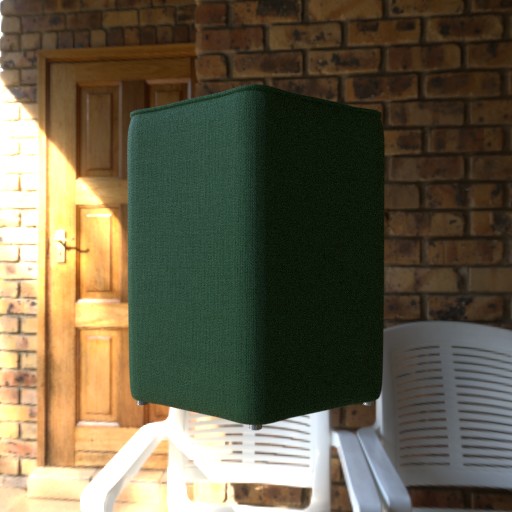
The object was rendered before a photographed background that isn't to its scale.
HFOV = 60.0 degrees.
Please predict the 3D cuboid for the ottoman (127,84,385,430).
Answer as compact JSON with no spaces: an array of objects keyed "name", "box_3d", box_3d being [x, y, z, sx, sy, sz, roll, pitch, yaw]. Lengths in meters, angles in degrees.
[{"name":"ottoman","box_3d":[0.000,0.000,0.872,0.444,0.507,0.499,0,0,0]}]
